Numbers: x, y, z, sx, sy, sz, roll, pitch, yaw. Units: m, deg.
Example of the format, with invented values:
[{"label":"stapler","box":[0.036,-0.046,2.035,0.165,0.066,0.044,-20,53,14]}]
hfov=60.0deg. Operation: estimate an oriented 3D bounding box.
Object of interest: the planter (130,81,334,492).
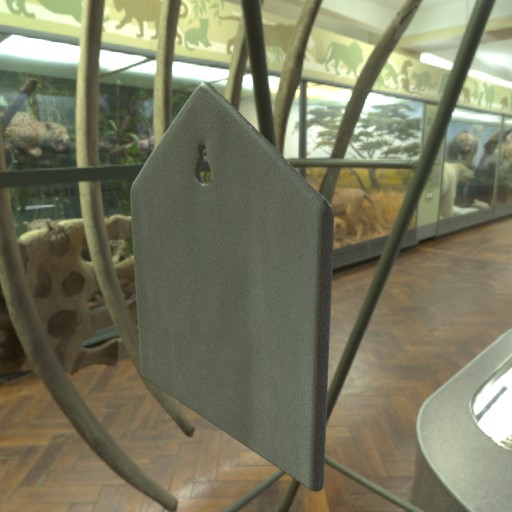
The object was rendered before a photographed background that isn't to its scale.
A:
[{"label":"planter","box":[0.000,0.000,0.272,0.080,0.194,0.163,-13,18,-43]}]
